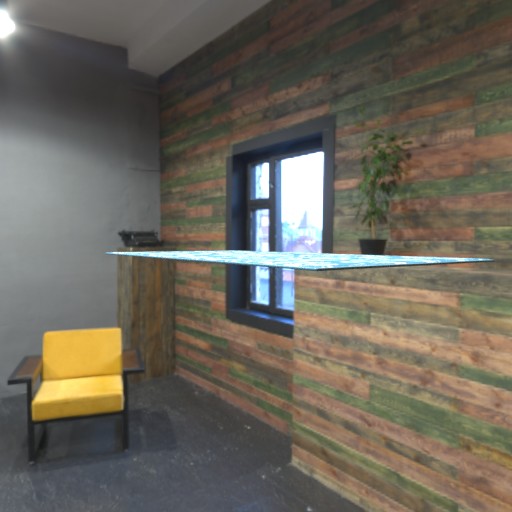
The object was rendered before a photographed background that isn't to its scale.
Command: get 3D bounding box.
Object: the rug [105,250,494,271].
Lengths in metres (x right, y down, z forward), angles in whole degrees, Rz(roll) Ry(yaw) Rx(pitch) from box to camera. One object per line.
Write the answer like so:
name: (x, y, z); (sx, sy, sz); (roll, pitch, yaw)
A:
rug: (0.000, 0.000, 1.434); (0.604, 0.007, 1.219); (-1, 2, -35)
